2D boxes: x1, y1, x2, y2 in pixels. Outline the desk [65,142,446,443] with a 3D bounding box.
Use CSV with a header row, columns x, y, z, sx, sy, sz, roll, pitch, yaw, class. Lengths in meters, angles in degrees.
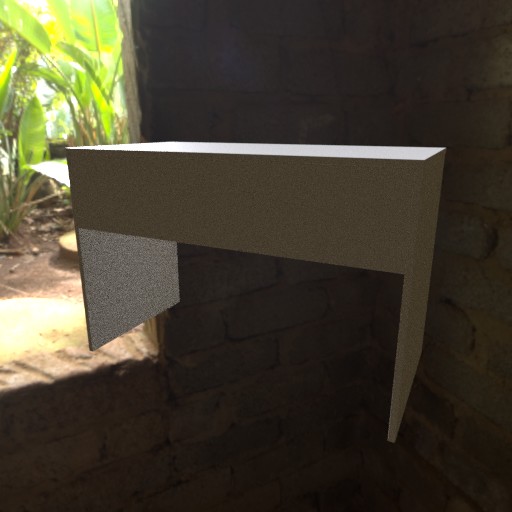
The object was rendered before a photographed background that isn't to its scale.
x,y,z,sx,sy,sz,roll,pitch,yaw,class
0.000,0.000,1.539,1.100,0.730,0.560,8,18,26,desk
